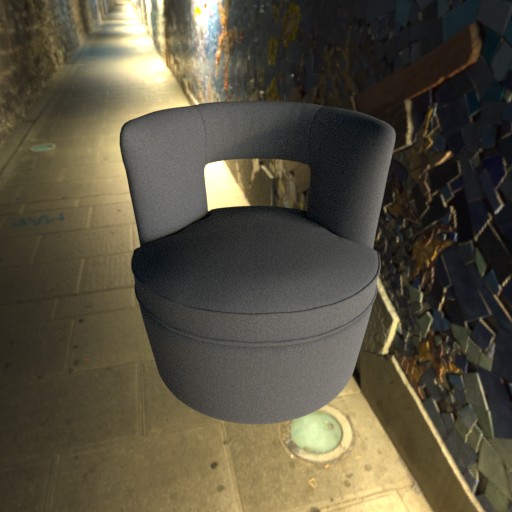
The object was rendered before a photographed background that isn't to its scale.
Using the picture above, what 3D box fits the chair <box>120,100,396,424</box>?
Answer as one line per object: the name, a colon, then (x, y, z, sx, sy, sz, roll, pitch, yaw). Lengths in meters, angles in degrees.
chair: (0.000, 0.000, 1.252, 0.689, 0.719, 0.660, 1, 31, 1)
